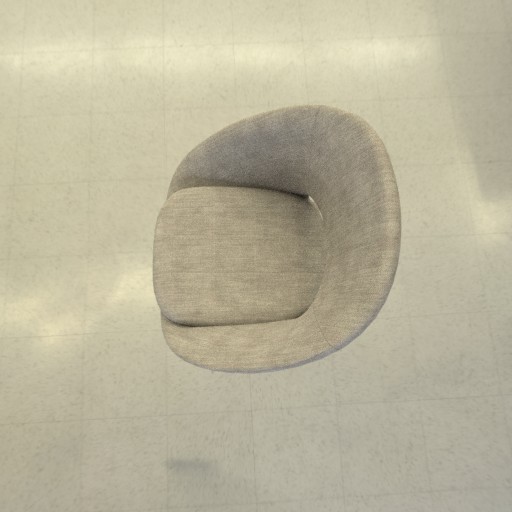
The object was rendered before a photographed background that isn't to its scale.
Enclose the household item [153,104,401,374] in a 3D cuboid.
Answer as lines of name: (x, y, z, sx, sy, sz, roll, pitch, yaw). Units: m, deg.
household item: (0.000, 0.000, 1.284, 0.587, 0.869, 0.643, -1, 77, 0)
